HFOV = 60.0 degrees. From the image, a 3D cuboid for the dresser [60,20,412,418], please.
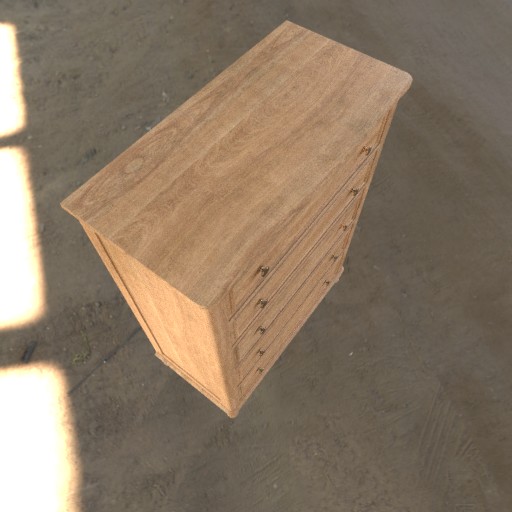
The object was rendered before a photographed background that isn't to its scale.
[{"bbox_3d":[0.000,0.000,1.787,0.484,1.318,0.973,33,65,18],"label":"dresser"}]
